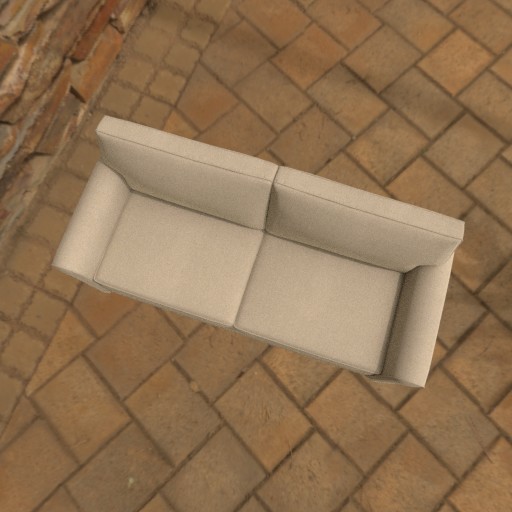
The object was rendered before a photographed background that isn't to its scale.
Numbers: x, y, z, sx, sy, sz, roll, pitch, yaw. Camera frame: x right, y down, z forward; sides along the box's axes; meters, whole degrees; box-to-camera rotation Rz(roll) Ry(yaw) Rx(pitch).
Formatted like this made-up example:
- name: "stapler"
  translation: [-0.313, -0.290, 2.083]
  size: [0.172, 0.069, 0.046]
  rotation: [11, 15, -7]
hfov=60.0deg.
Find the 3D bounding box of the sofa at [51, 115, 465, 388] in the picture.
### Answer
- name: "sofa"
  translation: [0.000, 0.000, 2.609]
  size: [2.146, 0.962, 0.901]
  rotation: [17, 76, 5]
